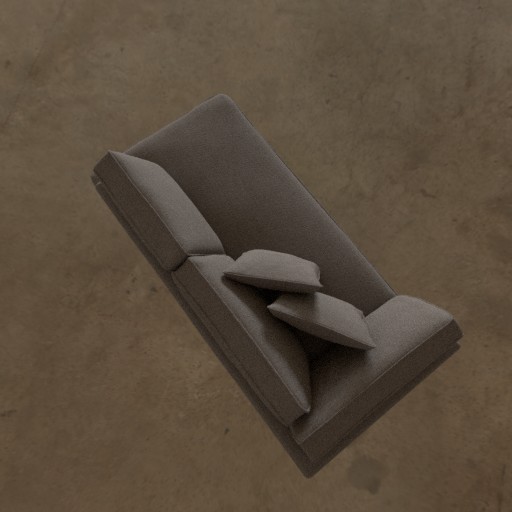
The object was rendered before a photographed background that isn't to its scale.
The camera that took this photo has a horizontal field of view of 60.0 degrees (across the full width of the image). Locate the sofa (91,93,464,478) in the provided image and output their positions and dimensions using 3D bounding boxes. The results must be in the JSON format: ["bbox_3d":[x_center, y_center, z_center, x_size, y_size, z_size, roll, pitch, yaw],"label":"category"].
[{"bbox_3d":[0.000,0.000,2.761,1.110,1.033,2.237,-37,78,-9],"label":"sofa"}]
